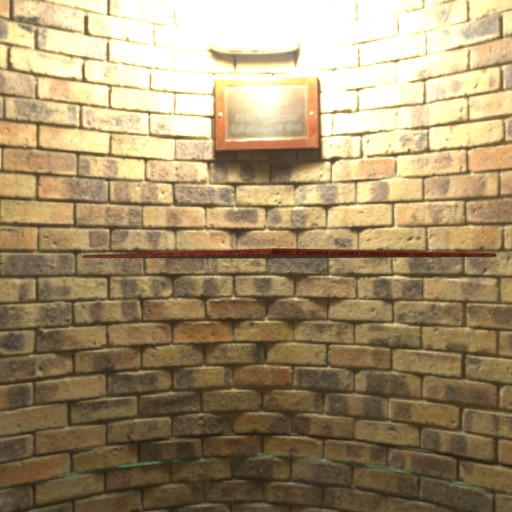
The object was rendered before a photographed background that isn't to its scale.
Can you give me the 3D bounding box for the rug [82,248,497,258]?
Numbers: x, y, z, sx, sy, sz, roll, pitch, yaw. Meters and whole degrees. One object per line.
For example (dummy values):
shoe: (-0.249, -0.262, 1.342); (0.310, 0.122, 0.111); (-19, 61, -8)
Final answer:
rug: (0.000, 0.000, 2.266); (1.230, 0.018, 1.835); (0, -1, -36)
